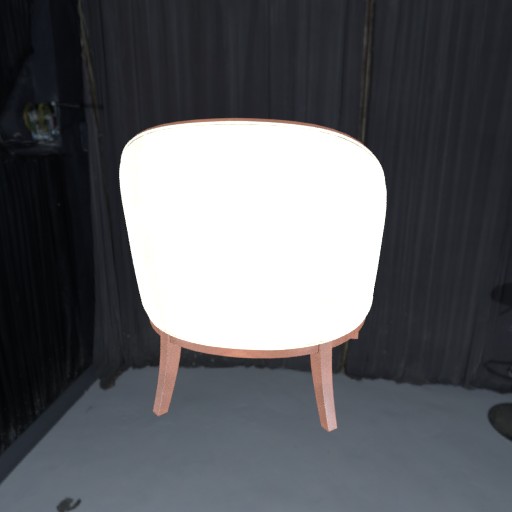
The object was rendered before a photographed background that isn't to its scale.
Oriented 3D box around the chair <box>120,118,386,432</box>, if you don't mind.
[{"bbox_3d":[0.000,0.000,1.493,0.803,0.876,0.735,2,16,8],"label":"chair"}]
